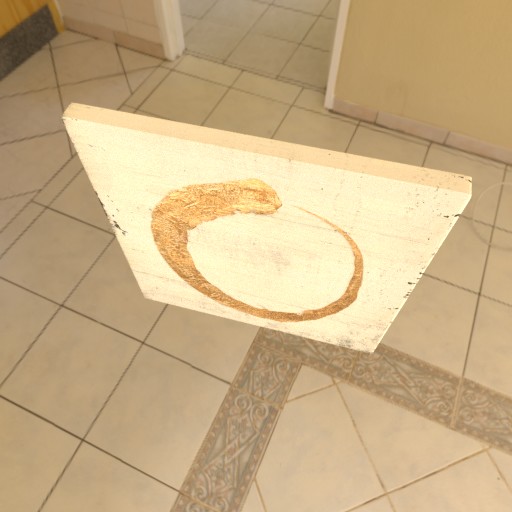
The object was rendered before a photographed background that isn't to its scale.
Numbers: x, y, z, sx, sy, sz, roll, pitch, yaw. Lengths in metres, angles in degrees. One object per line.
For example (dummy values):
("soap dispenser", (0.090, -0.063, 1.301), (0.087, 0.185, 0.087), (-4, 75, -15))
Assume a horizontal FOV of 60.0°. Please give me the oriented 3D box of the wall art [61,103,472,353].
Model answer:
("wall art", (0.000, 0.000, 0.902), (0.610, 0.611, 0.040), (13, 58, 8))
